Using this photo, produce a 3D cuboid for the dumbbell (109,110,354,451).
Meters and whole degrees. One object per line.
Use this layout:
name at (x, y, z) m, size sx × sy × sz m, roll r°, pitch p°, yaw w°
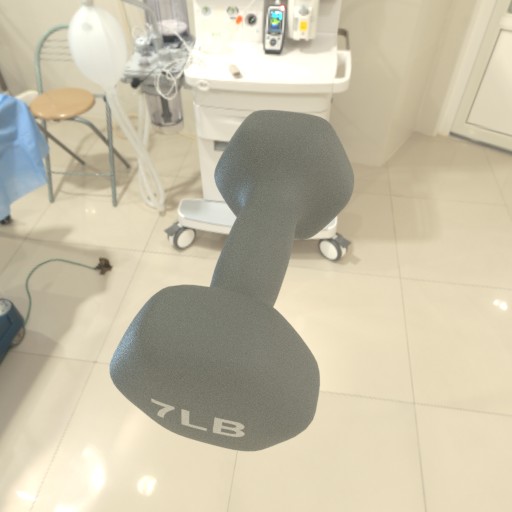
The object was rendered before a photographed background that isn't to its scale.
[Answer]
dumbbell at (0.000, 0.000, 0.234) m, size 0.090 × 0.081 × 0.184 m, roll 11°, pitch 47°, yaw 10°
